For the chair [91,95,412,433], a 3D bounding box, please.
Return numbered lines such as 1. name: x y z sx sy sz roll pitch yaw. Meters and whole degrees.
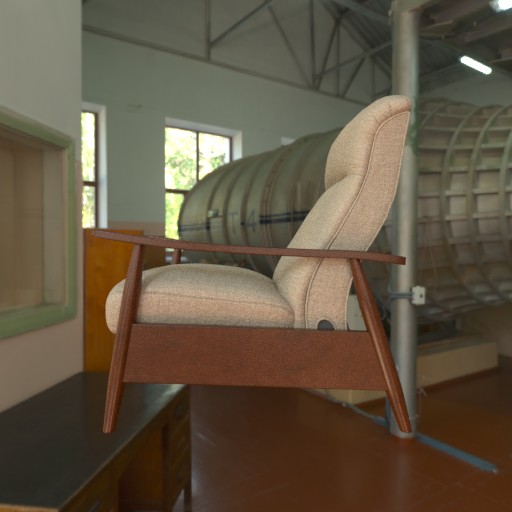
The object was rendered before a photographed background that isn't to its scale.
1. chair: 0.000 0.000 1.731 1.014 1.082 0.762 0 1 0
